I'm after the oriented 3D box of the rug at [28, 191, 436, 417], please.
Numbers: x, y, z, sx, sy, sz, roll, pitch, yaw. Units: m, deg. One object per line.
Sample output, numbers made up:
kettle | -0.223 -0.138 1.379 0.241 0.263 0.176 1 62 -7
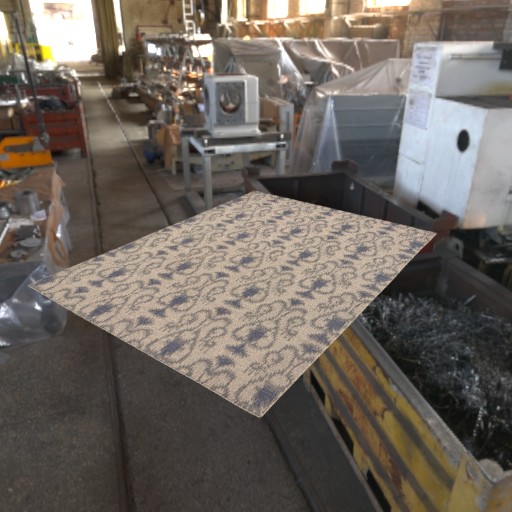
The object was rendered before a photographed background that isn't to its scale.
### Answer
rug | 0.000 0.000 4.236 2.437 0.015 3.205 18 32 32
